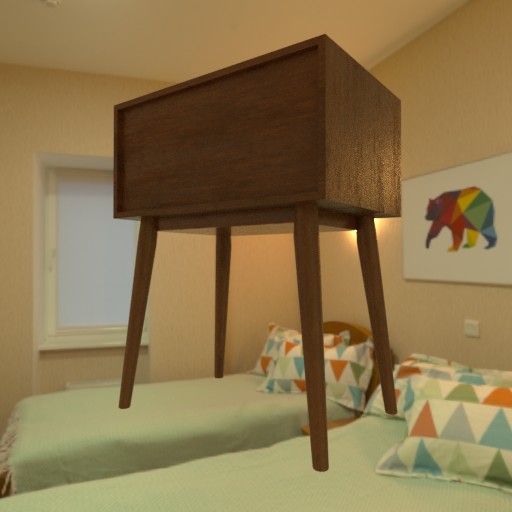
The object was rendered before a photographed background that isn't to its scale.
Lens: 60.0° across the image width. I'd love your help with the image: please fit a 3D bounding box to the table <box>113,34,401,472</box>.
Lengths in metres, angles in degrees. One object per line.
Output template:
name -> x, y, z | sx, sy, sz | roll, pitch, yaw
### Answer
table -> 0.000, 0.000, 0.839 | 0.454, 0.580, 0.307 | -1, -1, 36
